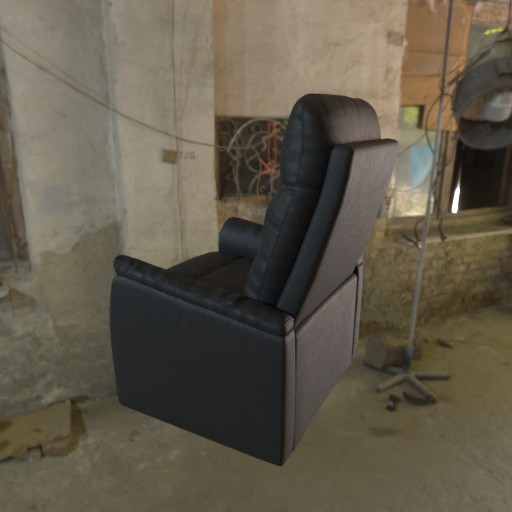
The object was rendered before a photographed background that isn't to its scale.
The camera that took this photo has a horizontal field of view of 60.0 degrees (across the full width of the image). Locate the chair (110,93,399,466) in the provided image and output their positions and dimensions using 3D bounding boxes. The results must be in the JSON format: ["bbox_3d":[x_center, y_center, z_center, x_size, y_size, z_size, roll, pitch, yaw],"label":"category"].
[{"bbox_3d":[0.000,0.000,1.600,0.831,1.082,0.775,9,19,27],"label":"chair"}]
